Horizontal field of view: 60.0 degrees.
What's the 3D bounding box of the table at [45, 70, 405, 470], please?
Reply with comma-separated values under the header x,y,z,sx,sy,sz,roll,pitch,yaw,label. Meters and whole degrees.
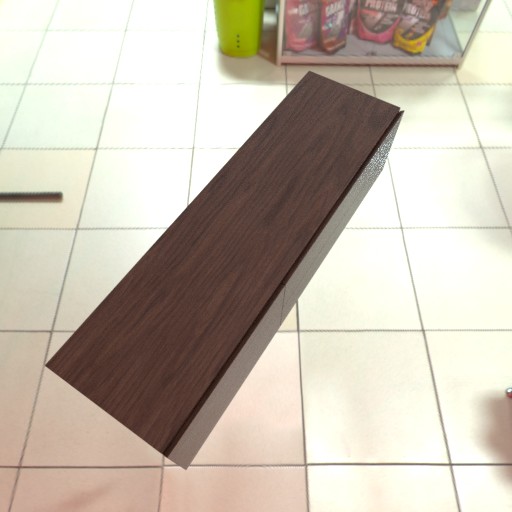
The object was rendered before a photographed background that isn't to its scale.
x,y,z,sx,sy,sz,roll,pitch,yaw,label
0.000,0.000,1.609,0.405,0.508,1.397,29,64,16,table
